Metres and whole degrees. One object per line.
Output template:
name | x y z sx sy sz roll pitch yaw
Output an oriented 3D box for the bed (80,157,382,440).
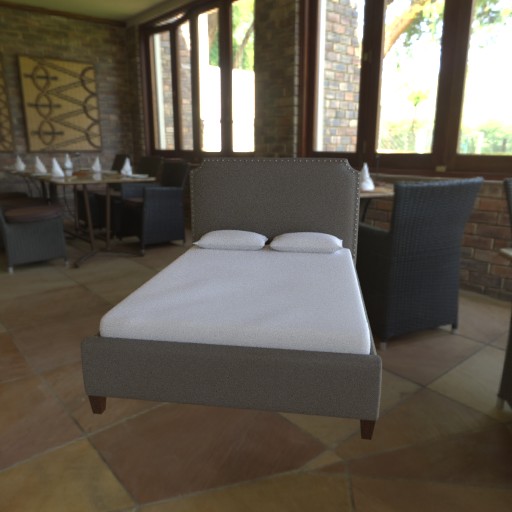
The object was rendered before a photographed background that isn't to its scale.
bed | 0.000 0.000 3.465 1.712 1.443 2.372 2 14 8
